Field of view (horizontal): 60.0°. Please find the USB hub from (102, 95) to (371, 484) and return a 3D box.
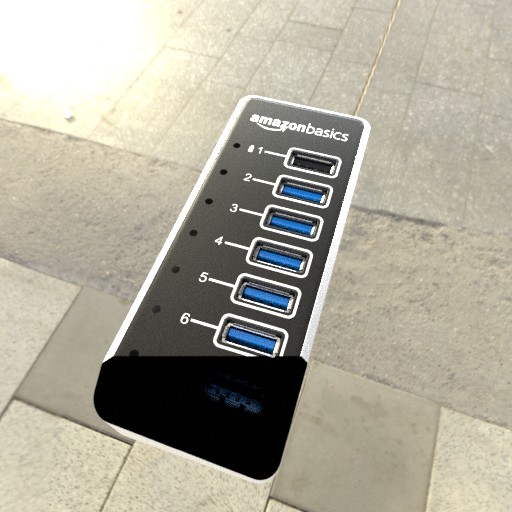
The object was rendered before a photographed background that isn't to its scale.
[{"bbox_3d":[0.000,0.000,0.128,0.044,0.023,0.110,15,59,10],"label":"USB hub"}]
